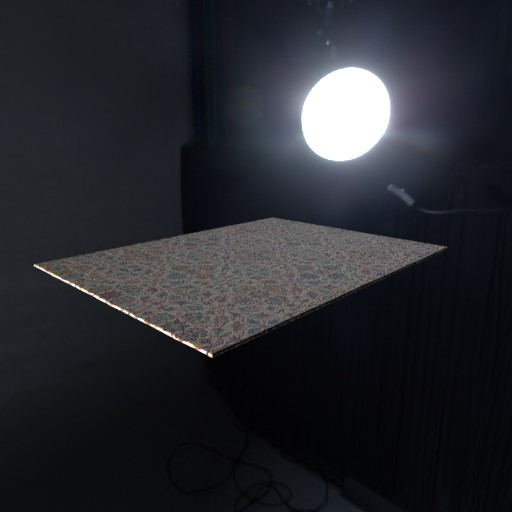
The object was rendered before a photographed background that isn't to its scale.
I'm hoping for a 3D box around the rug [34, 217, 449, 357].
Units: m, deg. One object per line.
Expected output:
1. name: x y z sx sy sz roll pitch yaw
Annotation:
1. rug: 0.000 0.000 4.271 2.446 0.020 3.215 14 21 42
